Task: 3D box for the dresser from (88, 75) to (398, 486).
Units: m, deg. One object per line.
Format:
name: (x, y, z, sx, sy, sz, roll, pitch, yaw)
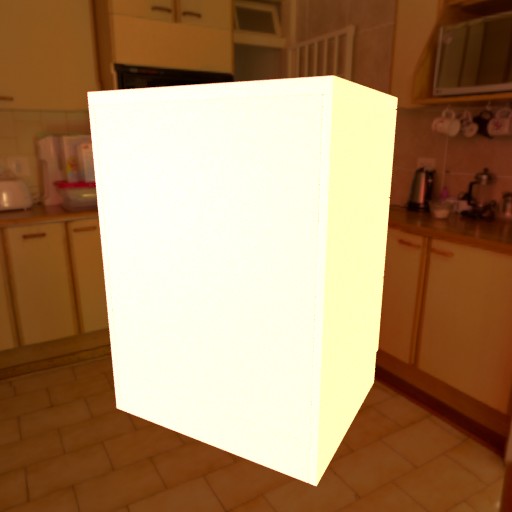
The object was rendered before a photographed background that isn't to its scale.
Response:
dresser: (0.000, 0.000, 0.820, 0.400, 0.560, 0.360, 8, 17, 28)
